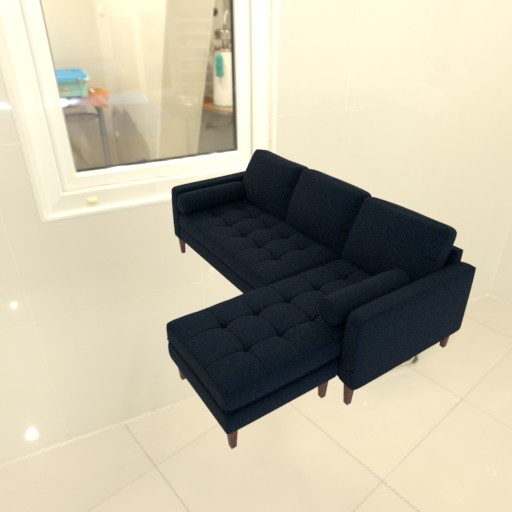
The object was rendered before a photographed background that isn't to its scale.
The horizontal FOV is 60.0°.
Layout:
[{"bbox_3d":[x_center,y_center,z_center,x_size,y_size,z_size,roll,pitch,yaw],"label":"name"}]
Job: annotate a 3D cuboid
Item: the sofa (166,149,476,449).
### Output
[{"bbox_3d":[0.000,0.000,2.996,1.613,0.841,2.185,-18,34,-29],"label":"sofa"}]
